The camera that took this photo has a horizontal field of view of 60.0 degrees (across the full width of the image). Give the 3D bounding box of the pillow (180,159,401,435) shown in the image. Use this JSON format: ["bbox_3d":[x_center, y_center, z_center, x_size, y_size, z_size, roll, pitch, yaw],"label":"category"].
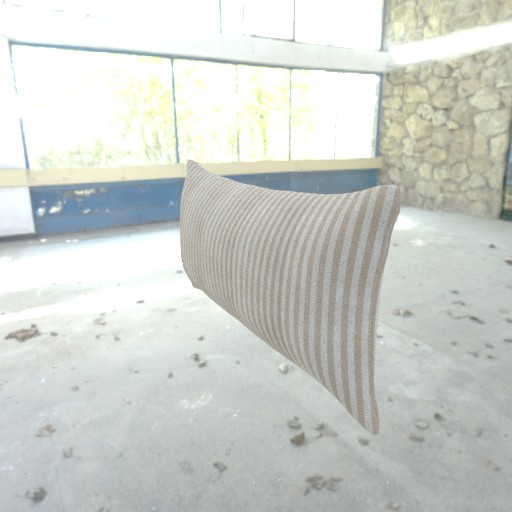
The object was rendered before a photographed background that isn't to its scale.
[{"bbox_3d":[0.000,0.000,0.747,0.151,0.295,0.617,-8,17,-27],"label":"pillow"}]
